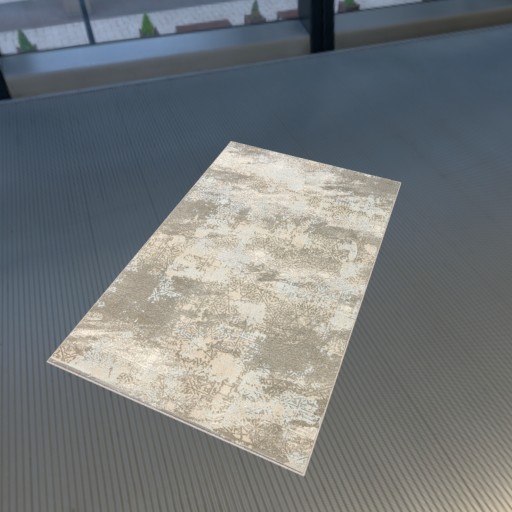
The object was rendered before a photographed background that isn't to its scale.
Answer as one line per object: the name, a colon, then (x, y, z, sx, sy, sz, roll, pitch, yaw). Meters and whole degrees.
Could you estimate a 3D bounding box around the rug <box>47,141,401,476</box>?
rug: (0.000, 0.000, 3.059, 1.536, 0.012, 2.431, 17, 50, 16)
